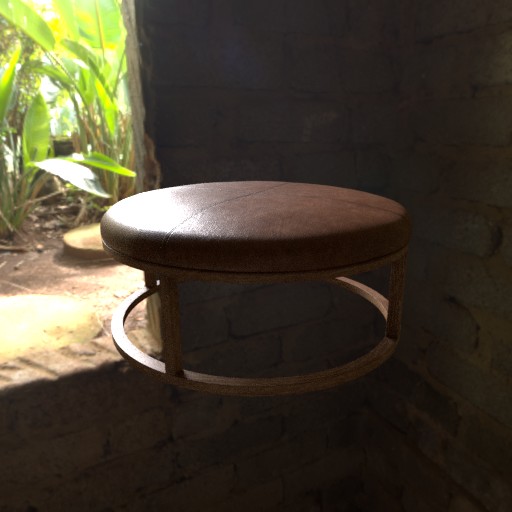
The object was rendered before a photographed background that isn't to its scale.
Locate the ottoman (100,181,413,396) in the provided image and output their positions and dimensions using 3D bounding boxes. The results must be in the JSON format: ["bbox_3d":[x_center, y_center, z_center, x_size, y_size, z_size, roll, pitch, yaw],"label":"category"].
[{"bbox_3d":[0.000,0.000,1.539,1.006,0.445,1.006,0,17,0],"label":"ottoman"}]
